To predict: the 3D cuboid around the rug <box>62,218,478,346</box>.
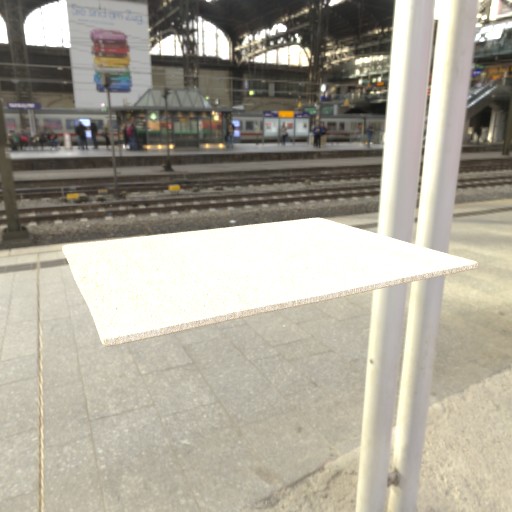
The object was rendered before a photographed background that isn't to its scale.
[{"bbox_3d":[0.000,0.000,2.104,1.600,0.027,1.200,-8,18,-27],"label":"rug"}]
